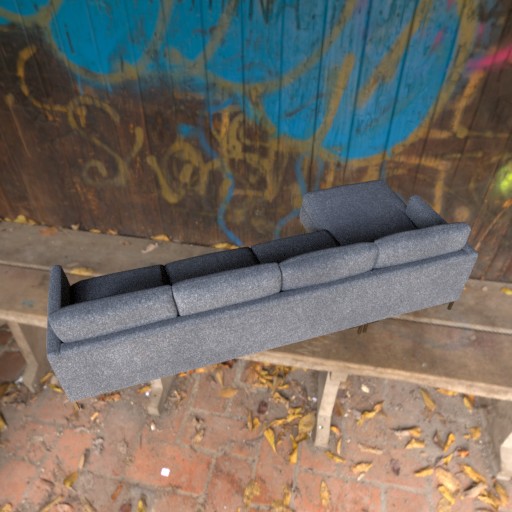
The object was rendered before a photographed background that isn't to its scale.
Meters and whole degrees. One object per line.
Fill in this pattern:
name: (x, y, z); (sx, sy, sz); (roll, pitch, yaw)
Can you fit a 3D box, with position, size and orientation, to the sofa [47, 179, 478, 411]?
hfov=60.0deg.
sofa: (0.000, 0.000, 3.391); (2.932, 0.810, 1.350); (-12, 43, -13)
